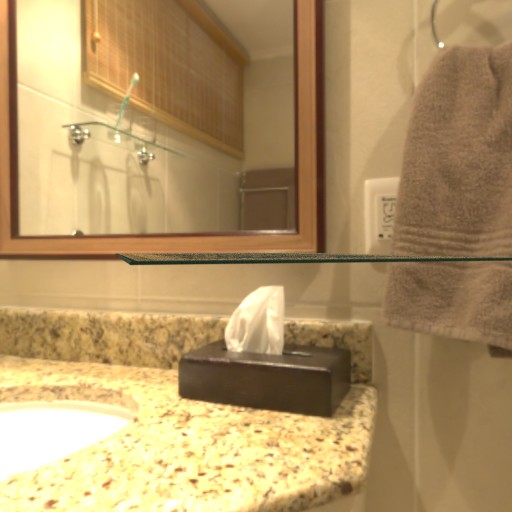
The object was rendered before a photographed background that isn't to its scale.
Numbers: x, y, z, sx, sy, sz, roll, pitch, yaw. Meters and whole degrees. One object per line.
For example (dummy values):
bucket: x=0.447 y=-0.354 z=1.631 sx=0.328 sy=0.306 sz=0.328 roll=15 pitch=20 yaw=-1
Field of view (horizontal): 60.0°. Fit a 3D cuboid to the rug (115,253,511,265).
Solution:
rug: x=0.000 y=0.000 z=2.701 sx=1.594 sy=0.013 sz=2.213 roll=0 pitch=1 yaw=-19
